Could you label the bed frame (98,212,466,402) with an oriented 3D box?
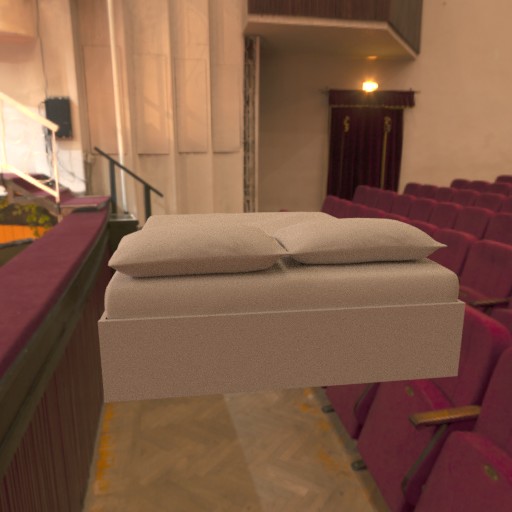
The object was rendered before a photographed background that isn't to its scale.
[{"bbox_3d":[0.000,0.000,2.619,1.450,0.629,1.950,-2,13,-8],"label":"bed frame"}]
